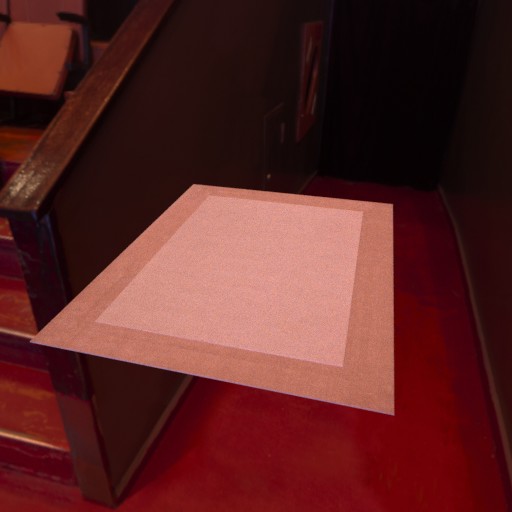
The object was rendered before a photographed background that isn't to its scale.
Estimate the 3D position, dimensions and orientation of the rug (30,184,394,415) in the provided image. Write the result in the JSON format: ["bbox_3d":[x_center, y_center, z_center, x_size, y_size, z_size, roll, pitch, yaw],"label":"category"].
[{"bbox_3d":[0.000,0.000,4.071,2.438,0.014,3.048,8,31,13],"label":"rug"}]
